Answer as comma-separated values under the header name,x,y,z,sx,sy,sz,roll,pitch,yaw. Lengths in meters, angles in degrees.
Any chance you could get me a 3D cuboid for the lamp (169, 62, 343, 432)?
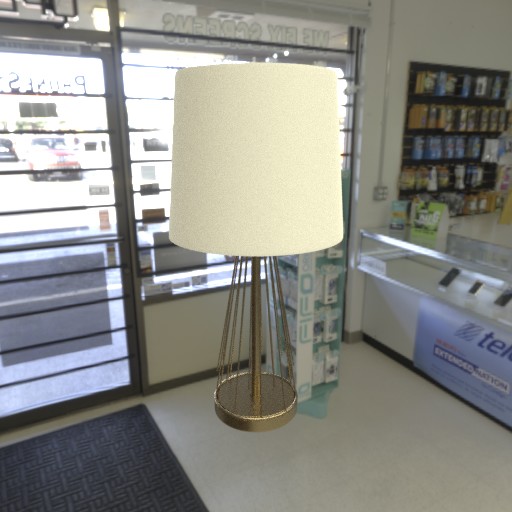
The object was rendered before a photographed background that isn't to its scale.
name,x,y,z,sx,sy,sz,roll,pitch,yaw
lamp,0.000,0.000,0.795,0.303,0.618,0.303,0,16,0
